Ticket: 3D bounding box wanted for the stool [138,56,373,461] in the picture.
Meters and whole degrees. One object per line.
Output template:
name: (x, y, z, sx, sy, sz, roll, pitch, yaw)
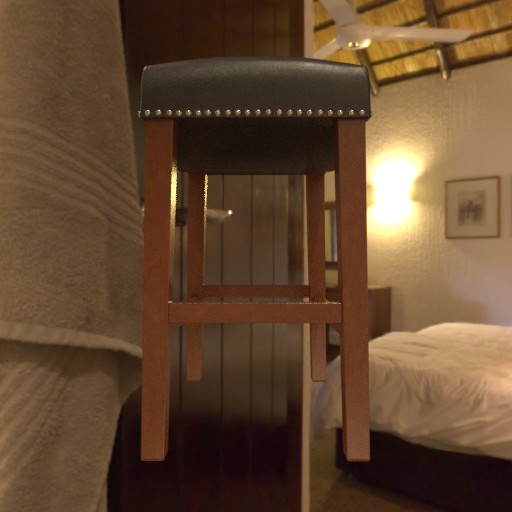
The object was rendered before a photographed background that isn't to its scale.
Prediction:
stool: (0.000, 0.000, 0.942, 0.372, 0.654, 0.504, 0, 0, 0)
